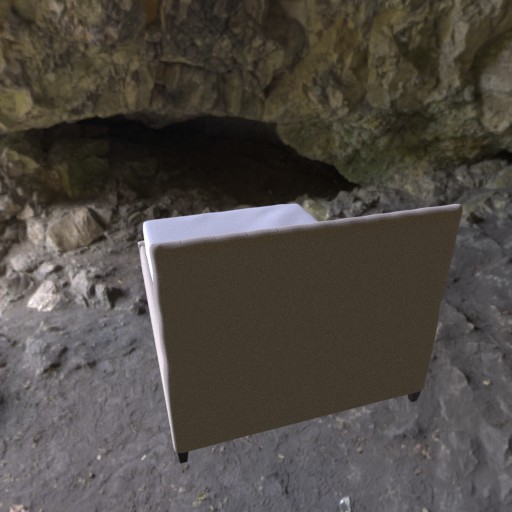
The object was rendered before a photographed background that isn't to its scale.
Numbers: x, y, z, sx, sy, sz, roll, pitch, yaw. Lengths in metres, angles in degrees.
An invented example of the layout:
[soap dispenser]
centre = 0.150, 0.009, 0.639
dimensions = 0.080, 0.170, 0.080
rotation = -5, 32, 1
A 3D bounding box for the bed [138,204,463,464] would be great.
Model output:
[bed]
centre = 0.000, 0.000, 3.424
dimensions = 1.696, 1.426, 2.233
rotation = -8, 28, -16
